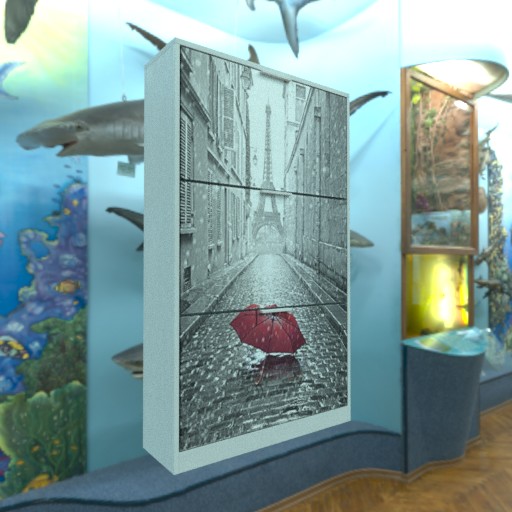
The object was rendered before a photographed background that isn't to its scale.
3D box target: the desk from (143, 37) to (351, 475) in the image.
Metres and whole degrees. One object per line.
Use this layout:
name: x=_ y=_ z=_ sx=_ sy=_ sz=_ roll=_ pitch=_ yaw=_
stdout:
desk: x=0.000 y=0.000 z=1.604 sx=0.750 sy=1.280 sz=0.250 roll=1 pitch=-1 yaw=-36
